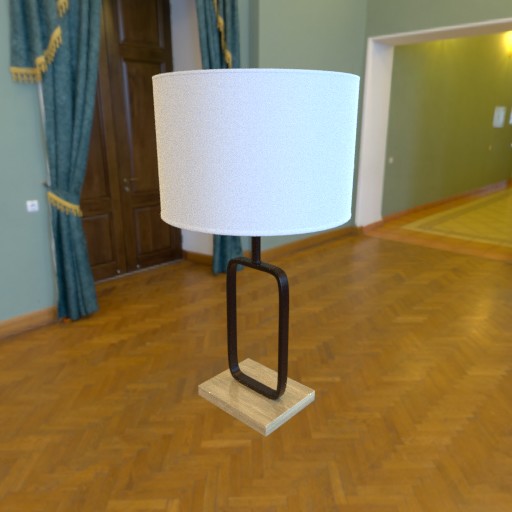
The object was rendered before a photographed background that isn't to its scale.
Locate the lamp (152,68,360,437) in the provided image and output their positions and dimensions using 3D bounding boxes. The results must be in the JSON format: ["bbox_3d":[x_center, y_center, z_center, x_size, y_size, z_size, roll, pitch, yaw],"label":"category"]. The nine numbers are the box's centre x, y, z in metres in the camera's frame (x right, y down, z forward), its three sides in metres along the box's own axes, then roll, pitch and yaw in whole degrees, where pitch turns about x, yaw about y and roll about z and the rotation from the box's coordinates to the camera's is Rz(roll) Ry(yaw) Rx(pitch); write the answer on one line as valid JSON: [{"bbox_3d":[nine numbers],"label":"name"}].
[{"bbox_3d":[0.000,0.000,0.684,0.279,0.508,0.279,16,23,41],"label":"lamp"}]
